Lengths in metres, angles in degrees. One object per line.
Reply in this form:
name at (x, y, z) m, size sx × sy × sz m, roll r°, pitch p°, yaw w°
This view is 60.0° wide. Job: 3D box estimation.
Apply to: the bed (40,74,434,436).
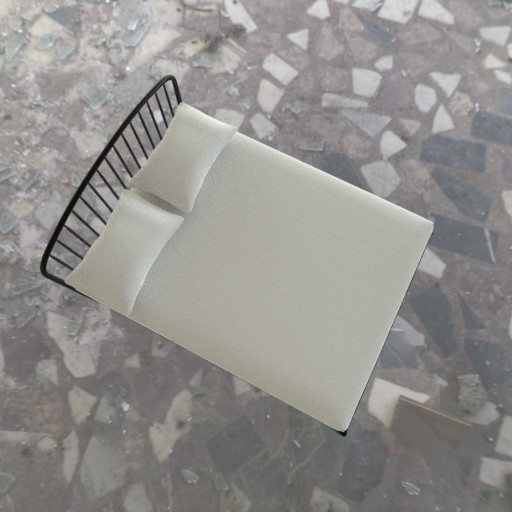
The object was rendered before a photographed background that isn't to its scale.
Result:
bed at (0.000, 0.000, 3.139) m, size 2.159 × 1.166 × 1.618 m, roll 26°, pitch 76°, yaw 7°
